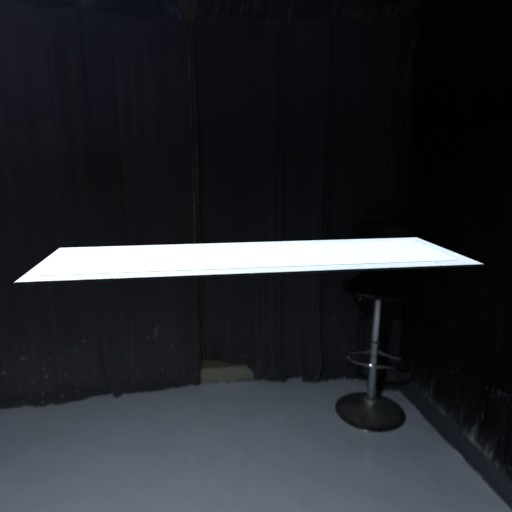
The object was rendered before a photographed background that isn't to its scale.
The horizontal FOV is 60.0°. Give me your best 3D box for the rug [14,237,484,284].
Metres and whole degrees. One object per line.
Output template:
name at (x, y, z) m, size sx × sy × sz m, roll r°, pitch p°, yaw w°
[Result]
rug at (0.000, 0.000, 2.629) m, size 2.430 × 0.012 × 0.759 m, roll -2°, pitch 14°, yaw -8°
